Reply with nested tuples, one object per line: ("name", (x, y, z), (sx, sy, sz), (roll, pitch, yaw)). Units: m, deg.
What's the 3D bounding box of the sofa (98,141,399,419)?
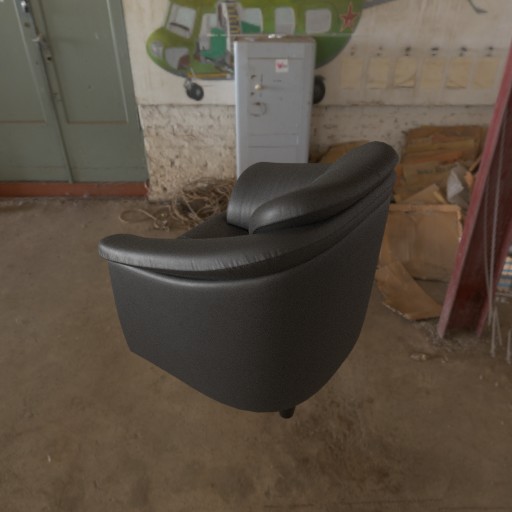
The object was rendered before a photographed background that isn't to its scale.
("sofa", (0.000, 0.000, 1.543), (0.794, 0.811, 0.870), (21, 38, 30))
